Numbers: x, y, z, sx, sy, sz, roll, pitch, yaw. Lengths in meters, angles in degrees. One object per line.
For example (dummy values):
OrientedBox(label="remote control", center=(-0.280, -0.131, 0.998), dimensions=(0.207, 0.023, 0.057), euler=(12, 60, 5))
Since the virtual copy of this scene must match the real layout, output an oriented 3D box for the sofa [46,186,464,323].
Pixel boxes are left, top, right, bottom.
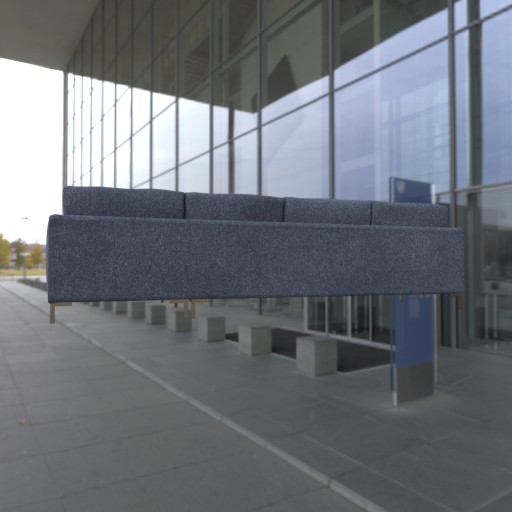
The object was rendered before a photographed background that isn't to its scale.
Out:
OrientedBox(label="sofa", center=(0.000, 0.000, 3.538), dimensions=(2.932, 0.810, 1.350), euler=(0, -1, -18))
